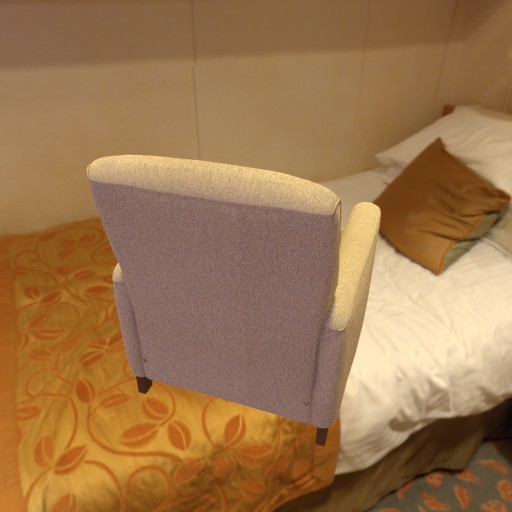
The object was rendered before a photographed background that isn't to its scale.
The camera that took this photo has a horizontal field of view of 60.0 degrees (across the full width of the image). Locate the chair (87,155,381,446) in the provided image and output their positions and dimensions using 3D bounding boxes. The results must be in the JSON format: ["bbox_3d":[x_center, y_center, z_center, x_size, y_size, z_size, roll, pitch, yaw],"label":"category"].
[{"bbox_3d":[0.000,0.000,1.661,0.848,1.014,0.864,10,33,16],"label":"chair"}]
